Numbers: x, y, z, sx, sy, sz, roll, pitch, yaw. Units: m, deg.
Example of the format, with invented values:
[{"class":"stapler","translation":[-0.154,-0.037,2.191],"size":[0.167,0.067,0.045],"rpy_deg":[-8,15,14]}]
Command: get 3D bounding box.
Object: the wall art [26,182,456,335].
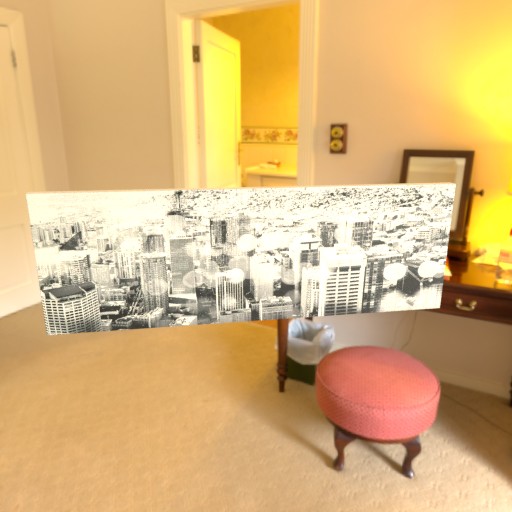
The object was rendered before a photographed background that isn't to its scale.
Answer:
[{"class":"wall art","translation":[0.000,0.000,1.645],"size":[1.520,0.507,0.044],"rpy_deg":[-3,17,-9]}]
